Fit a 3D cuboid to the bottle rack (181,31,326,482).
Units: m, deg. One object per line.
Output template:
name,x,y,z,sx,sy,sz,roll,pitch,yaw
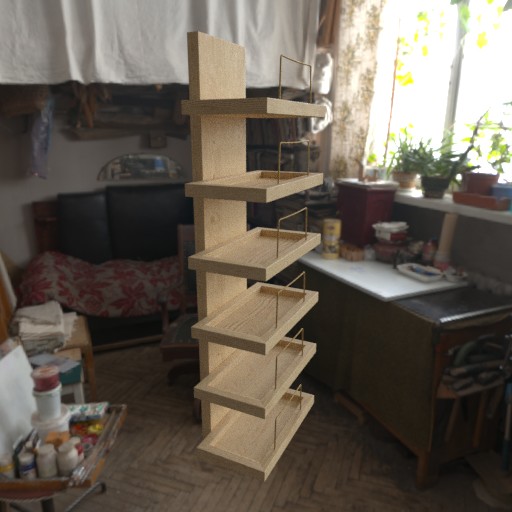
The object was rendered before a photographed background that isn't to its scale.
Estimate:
bottle rack,0.000,0.000,1.046,0.206,0.943,0.330,8,18,25
